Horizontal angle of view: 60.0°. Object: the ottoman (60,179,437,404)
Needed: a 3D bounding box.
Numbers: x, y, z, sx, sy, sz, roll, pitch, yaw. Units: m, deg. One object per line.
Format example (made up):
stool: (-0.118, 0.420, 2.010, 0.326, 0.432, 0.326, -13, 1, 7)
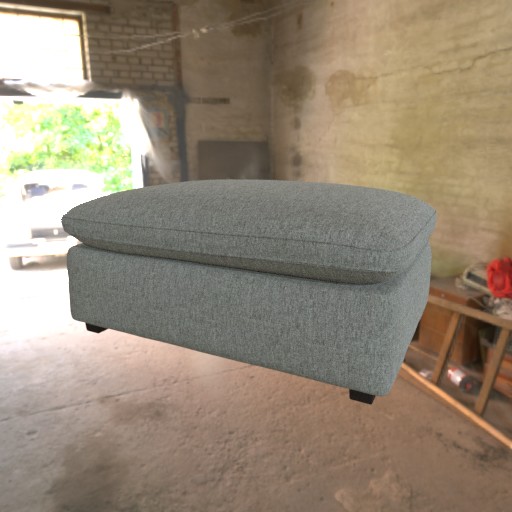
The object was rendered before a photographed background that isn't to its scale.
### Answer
ottoman: (0.000, 0.000, 1.373, 0.977, 0.451, 0.694, 7, 16, 26)
